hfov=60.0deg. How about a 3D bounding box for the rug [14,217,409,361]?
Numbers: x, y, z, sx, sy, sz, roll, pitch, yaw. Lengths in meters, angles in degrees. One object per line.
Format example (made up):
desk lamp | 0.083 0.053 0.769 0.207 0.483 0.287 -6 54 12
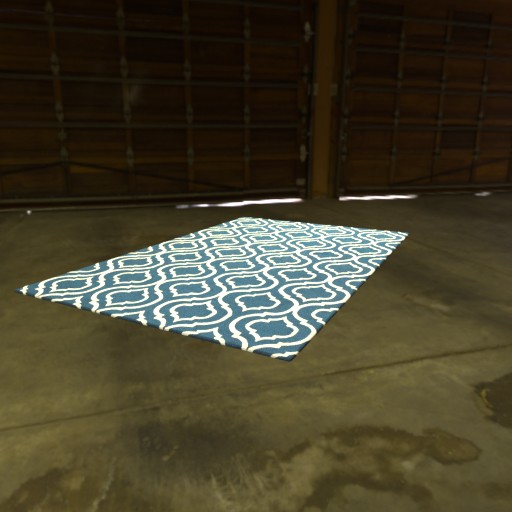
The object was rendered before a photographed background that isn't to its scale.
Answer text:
rug | 0.000 0.000 2.162 1.143 0.010 1.753 8 17 27
